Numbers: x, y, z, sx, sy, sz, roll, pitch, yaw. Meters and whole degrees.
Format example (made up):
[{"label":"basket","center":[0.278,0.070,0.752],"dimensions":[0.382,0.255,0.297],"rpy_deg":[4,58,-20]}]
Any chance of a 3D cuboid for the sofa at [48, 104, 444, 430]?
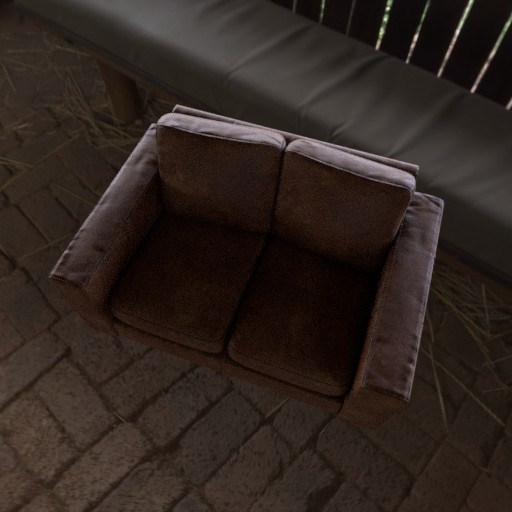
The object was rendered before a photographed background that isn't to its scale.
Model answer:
[{"label":"sofa","center":[0.000,0.000,2.220],"dimensions":[1.626,0.889,1.041],"rpy_deg":[17,60,10]}]
